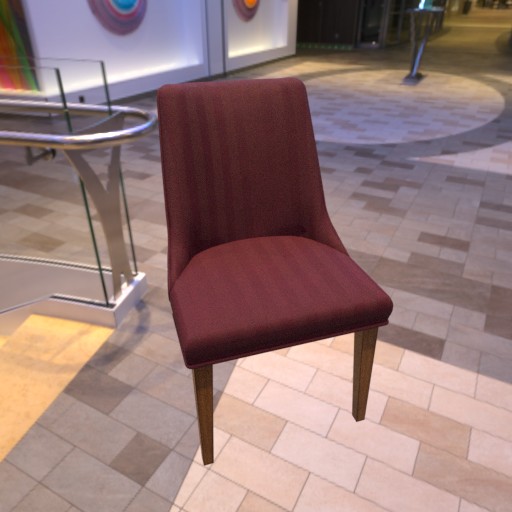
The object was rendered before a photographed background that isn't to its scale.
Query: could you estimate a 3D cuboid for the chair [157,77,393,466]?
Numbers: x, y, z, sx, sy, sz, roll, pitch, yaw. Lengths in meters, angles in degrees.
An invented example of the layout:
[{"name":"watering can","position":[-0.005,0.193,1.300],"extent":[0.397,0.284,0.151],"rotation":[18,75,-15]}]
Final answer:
[{"name":"chair","position":[0.000,0.000,1.317],"extent":[0.548,0.916,0.638],"rotation":[-9,32,-15]}]
